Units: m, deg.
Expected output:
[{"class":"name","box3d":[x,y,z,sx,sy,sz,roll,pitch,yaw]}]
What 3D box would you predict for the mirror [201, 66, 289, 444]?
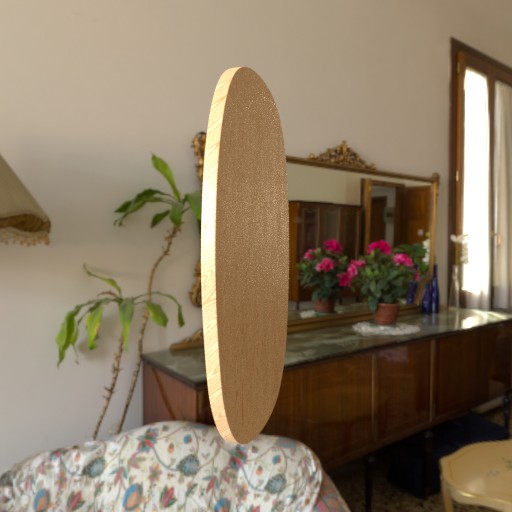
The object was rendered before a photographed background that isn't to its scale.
[{"class":"mirror","box3d":[0.000,0.000,1.357,0.037,1.075,0.724,0,1,18]}]
